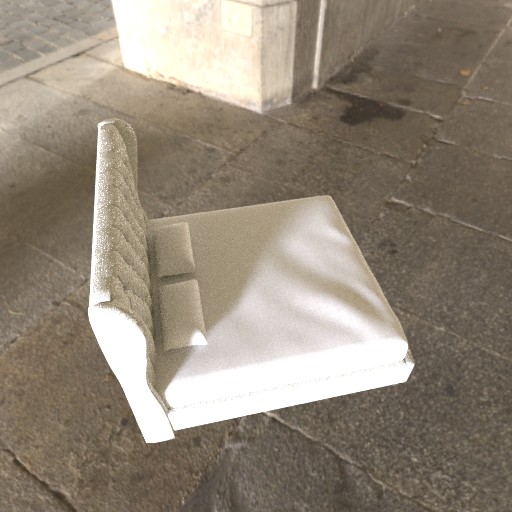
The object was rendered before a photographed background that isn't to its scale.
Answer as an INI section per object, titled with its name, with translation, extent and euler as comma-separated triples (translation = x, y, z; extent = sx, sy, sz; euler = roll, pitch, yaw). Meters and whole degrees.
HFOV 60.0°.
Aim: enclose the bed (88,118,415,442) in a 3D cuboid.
[bed]
translation = 0.000, 0.000, 3.912
extent = 2.347, 1.771, 2.219
euler = -9, 47, -8
